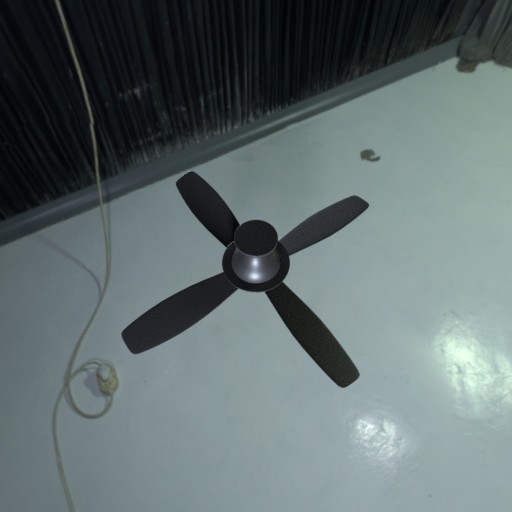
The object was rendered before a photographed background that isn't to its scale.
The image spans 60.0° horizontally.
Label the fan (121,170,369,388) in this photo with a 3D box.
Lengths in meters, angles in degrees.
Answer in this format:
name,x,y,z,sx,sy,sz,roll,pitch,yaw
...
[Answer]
name,x,y,z,sx,sy,sz,roll,pitch,yaw
fan,0.000,0.000,2.519,1.694,0.382,1.694,-31,64,-17
